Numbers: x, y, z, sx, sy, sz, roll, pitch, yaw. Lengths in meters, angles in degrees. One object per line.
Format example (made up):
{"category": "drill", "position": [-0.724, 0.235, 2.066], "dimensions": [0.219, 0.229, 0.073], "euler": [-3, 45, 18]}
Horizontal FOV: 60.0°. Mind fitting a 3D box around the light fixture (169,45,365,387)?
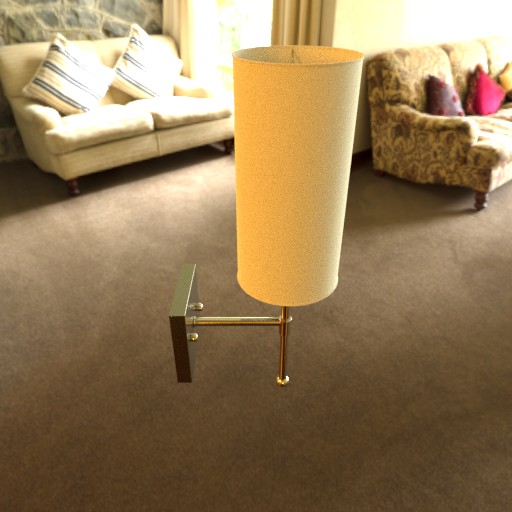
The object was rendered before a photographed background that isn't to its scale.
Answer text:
{"category": "light fixture", "position": [0.000, 0.000, 0.551], "dimensions": [0.208, 0.462, 0.128], "euler": [0, 32, 0]}
